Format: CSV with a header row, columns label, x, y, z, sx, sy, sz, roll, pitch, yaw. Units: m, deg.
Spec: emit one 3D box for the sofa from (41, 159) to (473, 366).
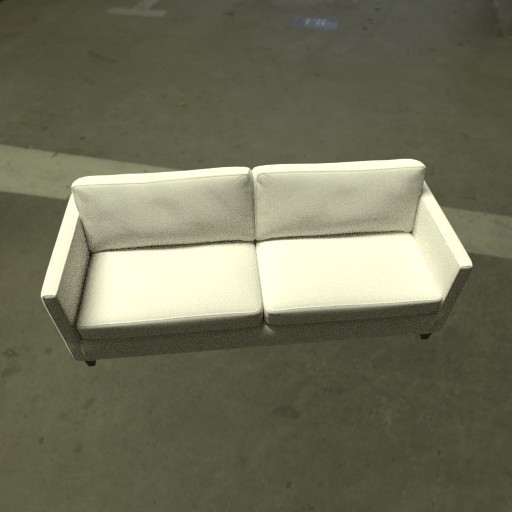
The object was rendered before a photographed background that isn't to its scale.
label,x,y,z,sx,sy,sz,roll,pitch,yaw
sofa,0.000,0.000,2.865,2.361,0.962,0.951,-4,46,-4
